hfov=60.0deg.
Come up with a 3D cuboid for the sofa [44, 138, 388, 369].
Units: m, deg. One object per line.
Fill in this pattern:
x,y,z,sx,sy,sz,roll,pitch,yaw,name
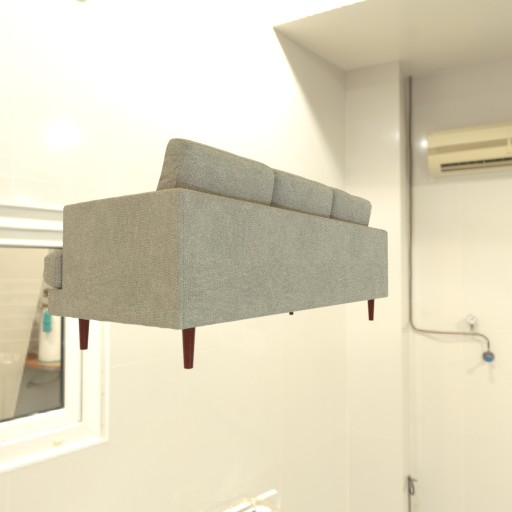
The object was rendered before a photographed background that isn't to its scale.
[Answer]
0.000,0.000,2.737,0.903,0.930,2.246,-1,-2,35,sofa
